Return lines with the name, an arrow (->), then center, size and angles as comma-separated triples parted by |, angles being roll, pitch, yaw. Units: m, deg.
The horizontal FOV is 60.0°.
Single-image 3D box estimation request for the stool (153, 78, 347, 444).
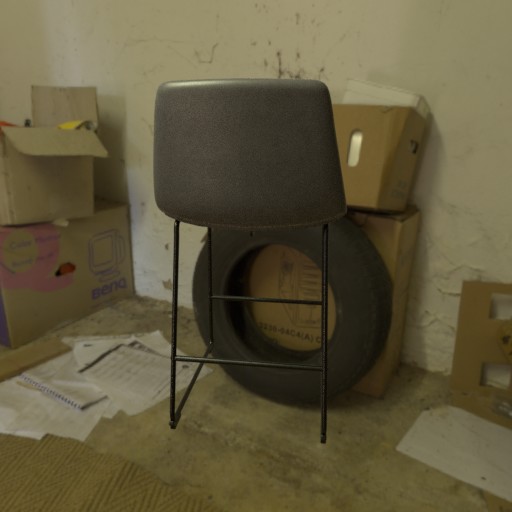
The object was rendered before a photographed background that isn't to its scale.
stool -> 0.000, 0.000, 1.225 | 0.470, 0.876, 0.546 | 2, 18, 7
